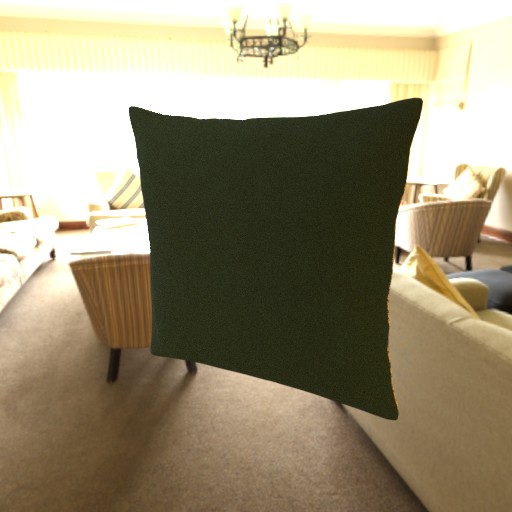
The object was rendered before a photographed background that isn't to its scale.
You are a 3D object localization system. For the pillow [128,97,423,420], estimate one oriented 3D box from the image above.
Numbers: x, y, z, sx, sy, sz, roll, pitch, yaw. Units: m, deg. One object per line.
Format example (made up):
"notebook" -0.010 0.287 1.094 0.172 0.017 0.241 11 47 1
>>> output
"pillow" 0.000 0.000 0.776 0.523 0.510 0.166 8 18 26
